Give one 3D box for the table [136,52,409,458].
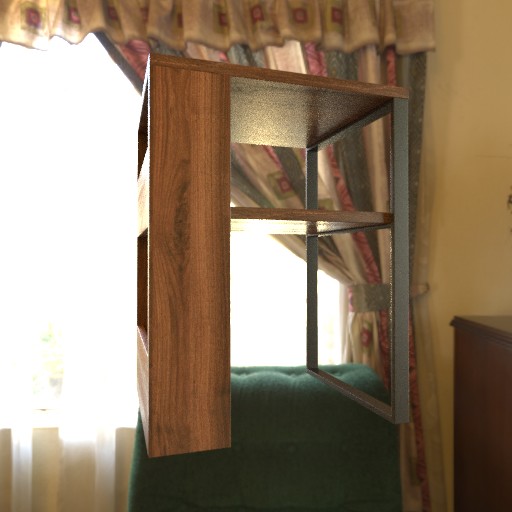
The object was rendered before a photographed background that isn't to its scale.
[{"bbox_3d":[0.000,0.000,1.568,0.786,1.041,0.660,0,-1,-18],"label":"table"}]
